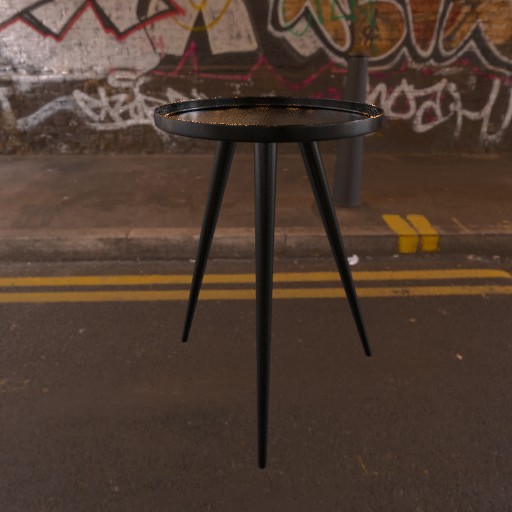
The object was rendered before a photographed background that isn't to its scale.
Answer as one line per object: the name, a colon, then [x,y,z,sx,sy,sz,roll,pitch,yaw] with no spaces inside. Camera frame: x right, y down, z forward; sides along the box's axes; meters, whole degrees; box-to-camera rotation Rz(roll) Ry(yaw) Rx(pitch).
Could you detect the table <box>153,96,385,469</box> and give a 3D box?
table: [0.000,0.000,0.853,0.415,0.548,0.403,18,30,33]
